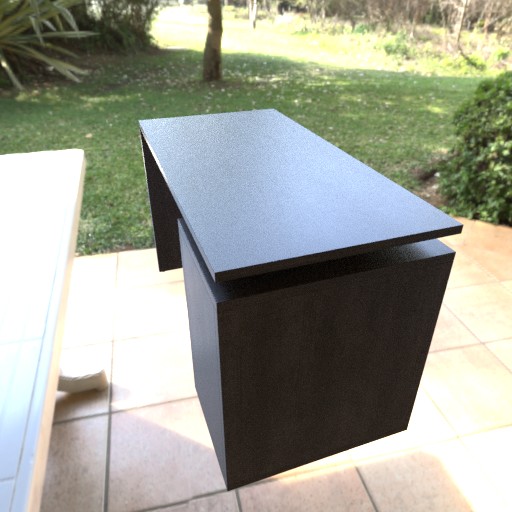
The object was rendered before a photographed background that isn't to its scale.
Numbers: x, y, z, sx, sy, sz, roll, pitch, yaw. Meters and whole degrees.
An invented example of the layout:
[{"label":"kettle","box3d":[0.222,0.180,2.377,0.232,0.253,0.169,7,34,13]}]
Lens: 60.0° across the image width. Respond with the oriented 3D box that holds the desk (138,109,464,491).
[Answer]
[{"label":"desk","box3d":[0.000,0.000,1.622,0.600,0.740,1.200,-11,33,-17]}]
